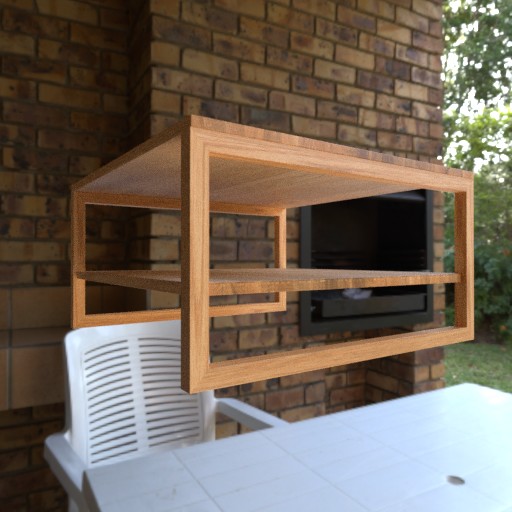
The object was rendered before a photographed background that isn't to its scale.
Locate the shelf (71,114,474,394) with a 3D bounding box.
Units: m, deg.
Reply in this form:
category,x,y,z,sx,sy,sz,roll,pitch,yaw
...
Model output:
category,x,y,z,sx,sy,sz,roll,pitch,yaw
shelf,0.000,0.000,1.384,0.899,0.480,0.899,0,0,-35
